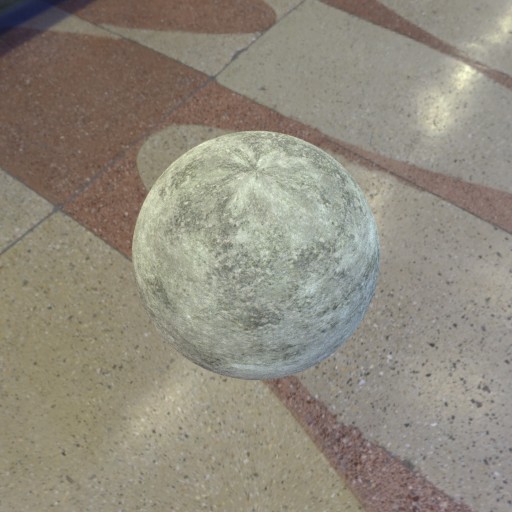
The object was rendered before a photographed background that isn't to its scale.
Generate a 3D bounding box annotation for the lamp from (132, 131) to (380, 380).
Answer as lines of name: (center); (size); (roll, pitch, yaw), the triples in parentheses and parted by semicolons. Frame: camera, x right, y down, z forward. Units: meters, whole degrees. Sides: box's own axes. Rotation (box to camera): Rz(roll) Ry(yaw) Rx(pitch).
lamp: (0.000, 0.000, 0.783); (0.422, 0.429, 0.422); (0, 58, 0)
